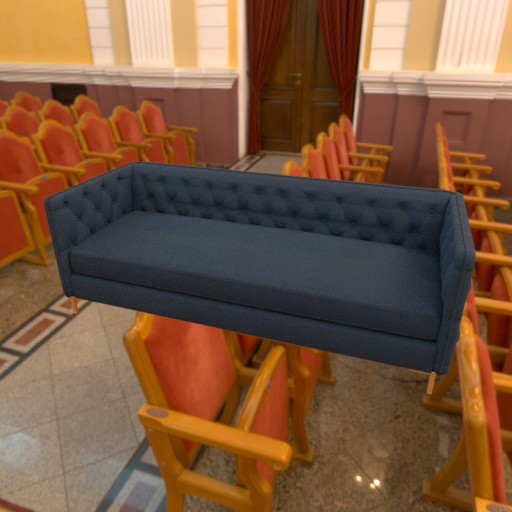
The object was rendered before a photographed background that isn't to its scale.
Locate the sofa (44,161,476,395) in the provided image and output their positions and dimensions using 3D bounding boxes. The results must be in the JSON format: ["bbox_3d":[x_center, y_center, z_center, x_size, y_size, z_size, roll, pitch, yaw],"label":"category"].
[{"bbox_3d":[0.000,0.000,2.607,2.209,0.771,0.895,9,28,17],"label":"sofa"}]
